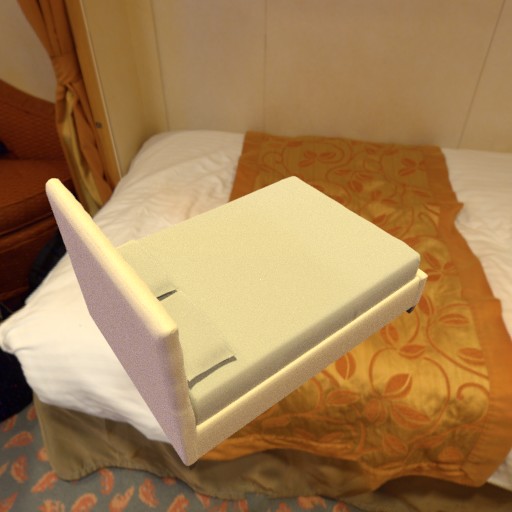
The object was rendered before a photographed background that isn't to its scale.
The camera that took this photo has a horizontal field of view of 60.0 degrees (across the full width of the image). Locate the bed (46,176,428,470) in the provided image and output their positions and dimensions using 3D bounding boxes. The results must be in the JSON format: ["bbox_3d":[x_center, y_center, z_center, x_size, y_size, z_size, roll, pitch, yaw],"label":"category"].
[{"bbox_3d":[0.000,0.000,3.504,2.387,1.427,1.698,-26,47,-27],"label":"bed"}]
